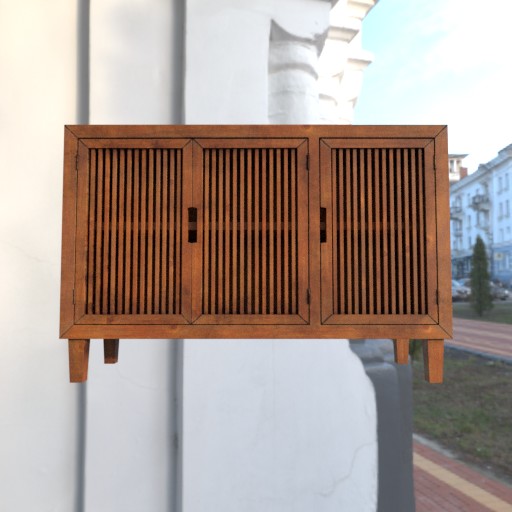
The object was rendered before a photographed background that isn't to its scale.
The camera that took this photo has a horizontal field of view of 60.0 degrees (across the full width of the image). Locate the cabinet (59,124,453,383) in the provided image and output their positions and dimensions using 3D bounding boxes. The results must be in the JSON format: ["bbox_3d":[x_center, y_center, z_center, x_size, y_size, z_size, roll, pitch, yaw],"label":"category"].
[{"bbox_3d":[0.000,0.000,1.567,1.204,0.805,0.403,0,-3,0],"label":"cabinet"}]
